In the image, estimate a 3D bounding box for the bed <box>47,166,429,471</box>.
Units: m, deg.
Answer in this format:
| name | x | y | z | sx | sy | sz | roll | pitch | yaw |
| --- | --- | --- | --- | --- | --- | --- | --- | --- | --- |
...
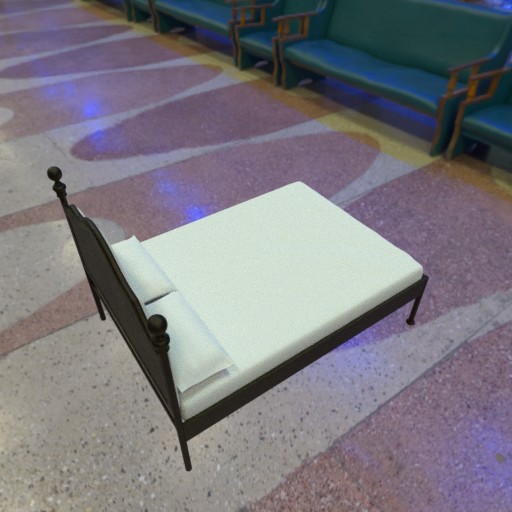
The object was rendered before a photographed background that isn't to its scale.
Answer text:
| name | x | y | z | sx | sy | sz | roll | pitch | yaw |
| --- | --- | --- | --- | --- | --- | --- | --- | --- | --- |
| bed | 0.000 | 0.000 | 3.339 | 2.224 | 1.499 | 1.642 | -25 | 47 | -25 |
